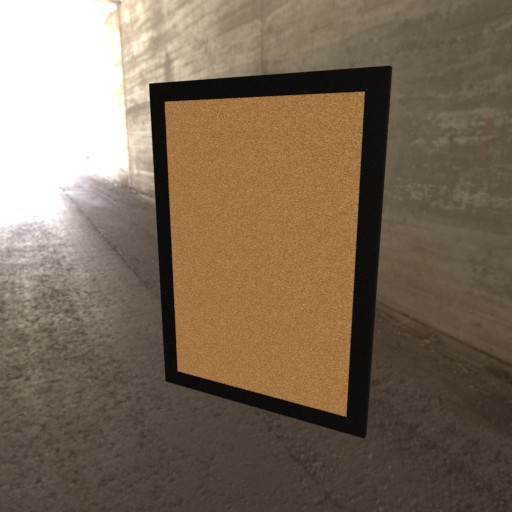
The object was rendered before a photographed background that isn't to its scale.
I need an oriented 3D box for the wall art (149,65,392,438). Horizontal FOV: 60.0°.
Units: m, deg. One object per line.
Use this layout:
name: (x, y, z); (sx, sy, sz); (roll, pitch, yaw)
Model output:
wall art: (0.000, 0.000, 0.604); (0.326, 0.459, 0.011); (7, 16, 26)
